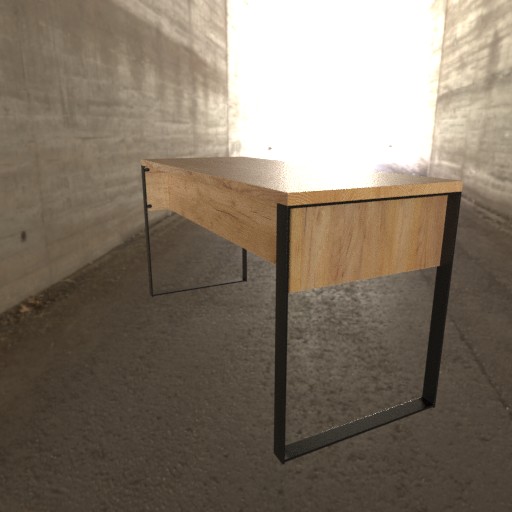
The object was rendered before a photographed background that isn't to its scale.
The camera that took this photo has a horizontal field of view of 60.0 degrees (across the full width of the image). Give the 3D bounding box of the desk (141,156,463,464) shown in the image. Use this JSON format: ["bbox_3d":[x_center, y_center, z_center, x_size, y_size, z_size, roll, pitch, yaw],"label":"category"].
[{"bbox_3d":[0.000,0.000,1.922,0.600,0.760,1.520,-8,17,-26],"label":"desk"}]
